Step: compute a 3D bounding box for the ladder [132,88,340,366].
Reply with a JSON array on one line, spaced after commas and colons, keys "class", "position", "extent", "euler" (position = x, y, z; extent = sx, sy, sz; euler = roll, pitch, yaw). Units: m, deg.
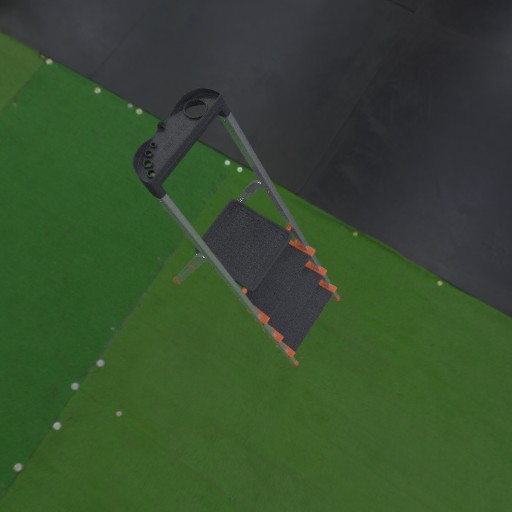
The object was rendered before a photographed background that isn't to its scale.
[{"class": "ladder", "position": [0.000, 0.000, 1.799], "extent": [0.834, 1.429, 0.452], "euler": [33, 77, 9]}]
